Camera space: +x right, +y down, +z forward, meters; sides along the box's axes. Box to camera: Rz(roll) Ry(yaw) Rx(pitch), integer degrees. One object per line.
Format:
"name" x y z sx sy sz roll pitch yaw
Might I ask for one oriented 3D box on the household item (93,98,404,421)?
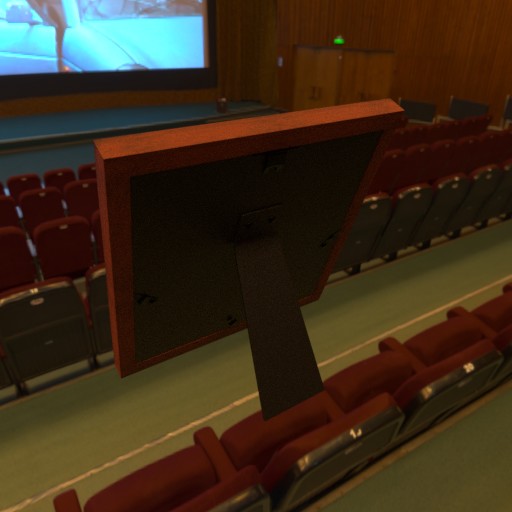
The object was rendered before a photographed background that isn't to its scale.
"household item" 0.000 0.000 0.379 0.240 0.240 0.131 -17 34 -28
